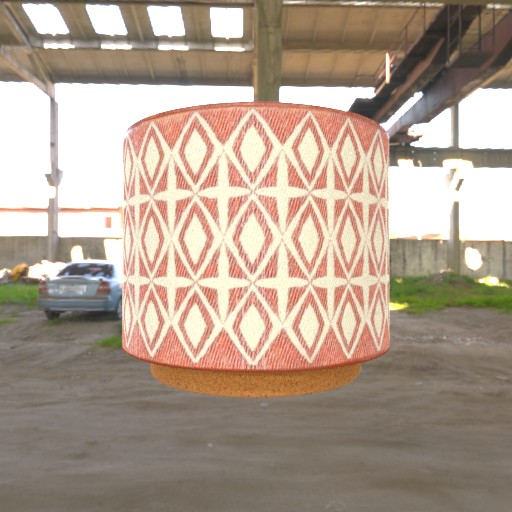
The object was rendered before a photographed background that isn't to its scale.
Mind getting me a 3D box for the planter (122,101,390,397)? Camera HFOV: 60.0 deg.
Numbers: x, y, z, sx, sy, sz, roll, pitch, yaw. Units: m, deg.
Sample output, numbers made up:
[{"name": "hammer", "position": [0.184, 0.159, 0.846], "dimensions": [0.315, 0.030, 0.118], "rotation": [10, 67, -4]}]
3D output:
[{"name": "planter", "position": [0.000, 0.000, 0.474], "dimensions": [0.273, 0.237, 0.273], "rotation": [0, 0, 0]}]
